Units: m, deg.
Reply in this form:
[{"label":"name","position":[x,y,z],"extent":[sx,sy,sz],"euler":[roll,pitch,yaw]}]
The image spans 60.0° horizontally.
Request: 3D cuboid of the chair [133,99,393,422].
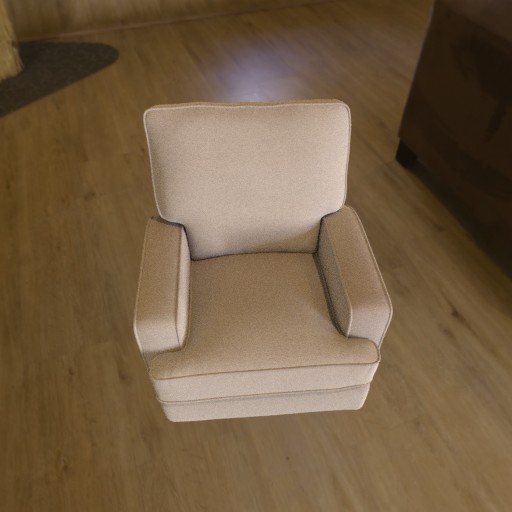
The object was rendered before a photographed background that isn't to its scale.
[{"label":"chair","position":[0.000,0.000,1.701],"extent":[0.861,0.964,0.969],"euler":[-3,47,-3]}]
